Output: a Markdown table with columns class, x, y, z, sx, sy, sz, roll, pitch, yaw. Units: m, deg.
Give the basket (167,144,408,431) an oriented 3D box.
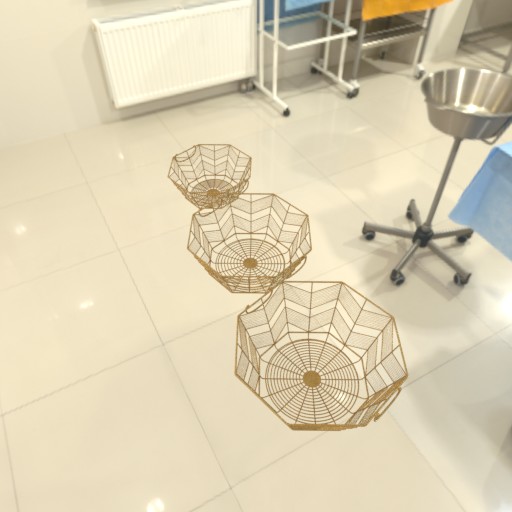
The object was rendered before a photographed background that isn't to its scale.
| class | x | y | z | sx | sy | sz | roll | pitch | yaw |
| --- | --- | --- | --- | --- | --- | --- | --- | --- | --- |
| basket | 0.000 | 0.000 | 1.398 | 0.432 | 0.178 | 1.245 | -16 | 49 | -15 |
